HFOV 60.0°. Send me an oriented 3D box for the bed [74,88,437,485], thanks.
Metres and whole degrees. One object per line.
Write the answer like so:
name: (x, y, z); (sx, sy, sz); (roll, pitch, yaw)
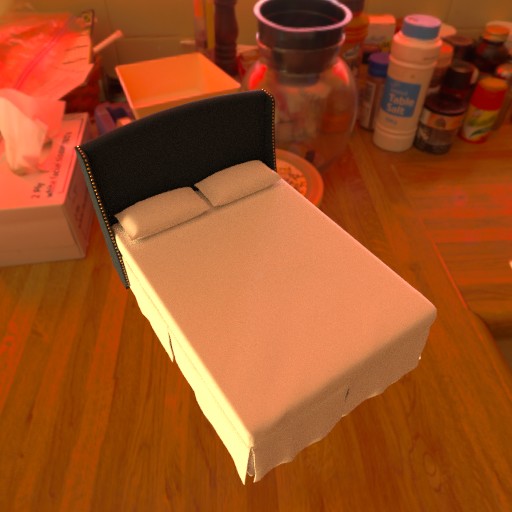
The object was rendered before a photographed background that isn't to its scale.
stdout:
bed: (0.000, 0.000, 3.192); (1.604, 1.402, 2.223); (-26, 51, -23)
